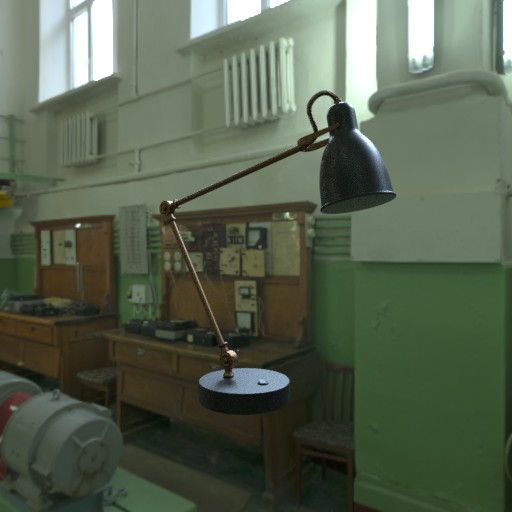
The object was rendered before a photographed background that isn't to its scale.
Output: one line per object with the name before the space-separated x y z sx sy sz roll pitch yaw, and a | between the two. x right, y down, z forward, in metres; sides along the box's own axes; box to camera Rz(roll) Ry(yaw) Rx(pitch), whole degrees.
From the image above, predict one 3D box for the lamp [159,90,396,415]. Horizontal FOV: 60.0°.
lamp | 0.000 0.000 0.892 0.561 0.587 0.187 0 0 36
